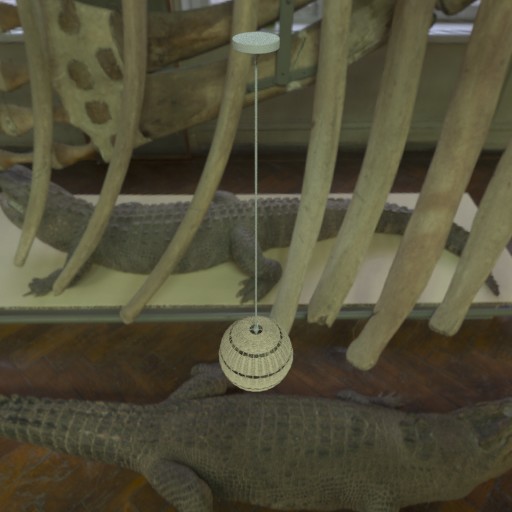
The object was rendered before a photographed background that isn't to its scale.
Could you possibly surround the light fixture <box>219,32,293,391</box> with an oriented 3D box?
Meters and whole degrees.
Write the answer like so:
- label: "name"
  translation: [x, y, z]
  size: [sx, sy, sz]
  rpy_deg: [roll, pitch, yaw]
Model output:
- label: "light fixture"
  translation: [0.000, 0.000, 2.218]
  size: [0.457, 2.019, 0.457]
  rpy_deg: [-1, 41, -1]
